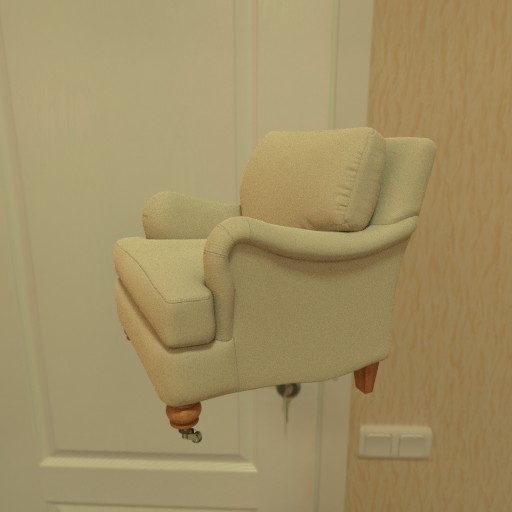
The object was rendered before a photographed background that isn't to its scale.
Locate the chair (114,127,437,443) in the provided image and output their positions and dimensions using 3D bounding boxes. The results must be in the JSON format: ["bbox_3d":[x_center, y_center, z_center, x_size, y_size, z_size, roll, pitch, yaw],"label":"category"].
[{"bbox_3d":[0.000,0.000,1.877,1.070,1.038,0.955,-7,16,-26],"label":"chair"}]
